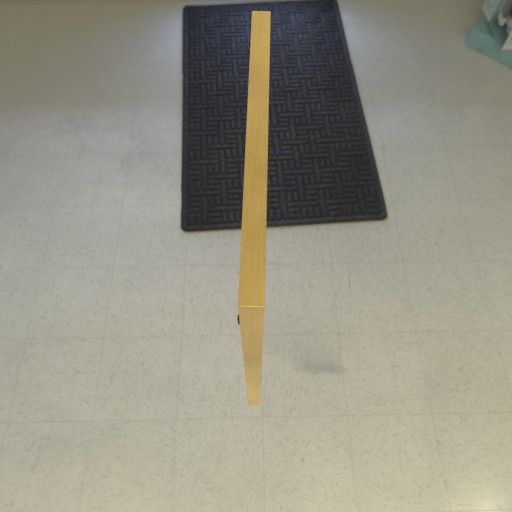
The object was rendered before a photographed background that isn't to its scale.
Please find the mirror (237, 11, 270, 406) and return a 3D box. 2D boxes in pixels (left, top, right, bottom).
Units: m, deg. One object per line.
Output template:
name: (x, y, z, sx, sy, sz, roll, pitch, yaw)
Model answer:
mirror: (0.000, 0.000, 1.136, 0.040, 0.915, 0.609, 1, 63, 1)
